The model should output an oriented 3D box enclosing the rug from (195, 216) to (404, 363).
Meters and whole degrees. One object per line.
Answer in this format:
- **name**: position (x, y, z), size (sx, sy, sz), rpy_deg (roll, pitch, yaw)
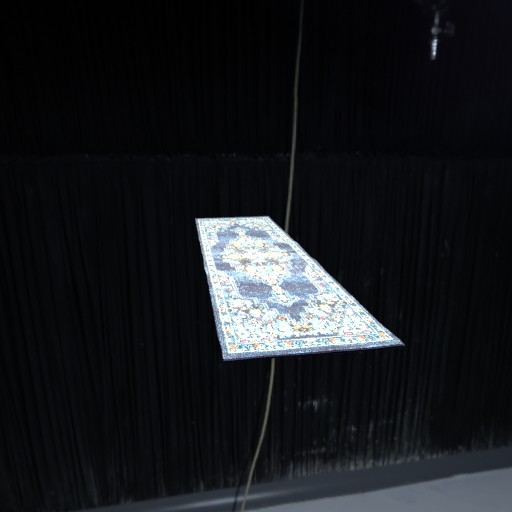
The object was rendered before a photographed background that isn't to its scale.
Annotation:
- **rug**: position (0.000, 0.000, 2.479), size (0.602, 0.016, 2.283), rpy_deg (-3, 16, -9)
